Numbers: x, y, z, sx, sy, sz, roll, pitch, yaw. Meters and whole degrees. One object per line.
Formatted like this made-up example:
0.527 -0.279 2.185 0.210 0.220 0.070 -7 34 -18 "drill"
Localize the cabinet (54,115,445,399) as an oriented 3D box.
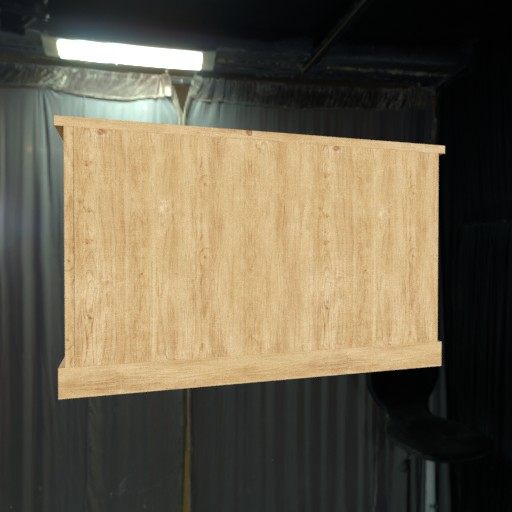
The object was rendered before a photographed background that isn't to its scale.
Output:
0.000 0.000 1.655 1.321 0.810 0.432 0 1 -16 "cabinet"
